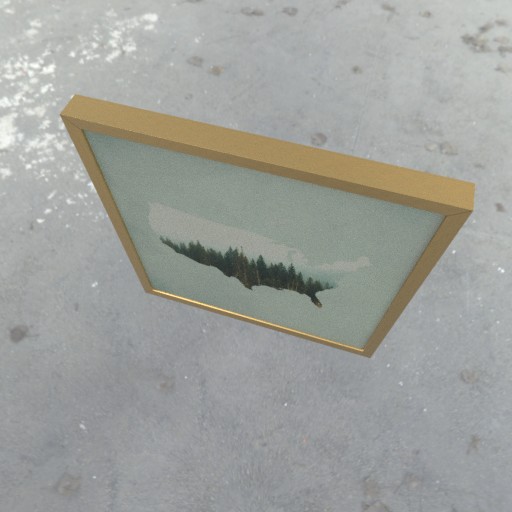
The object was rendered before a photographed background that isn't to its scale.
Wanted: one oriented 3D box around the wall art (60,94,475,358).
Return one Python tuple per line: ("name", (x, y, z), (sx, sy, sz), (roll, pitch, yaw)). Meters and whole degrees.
("wall art", (0.000, 0.000, 0.750), (0.509, 0.509, 0.040), (15, 60, 9))
